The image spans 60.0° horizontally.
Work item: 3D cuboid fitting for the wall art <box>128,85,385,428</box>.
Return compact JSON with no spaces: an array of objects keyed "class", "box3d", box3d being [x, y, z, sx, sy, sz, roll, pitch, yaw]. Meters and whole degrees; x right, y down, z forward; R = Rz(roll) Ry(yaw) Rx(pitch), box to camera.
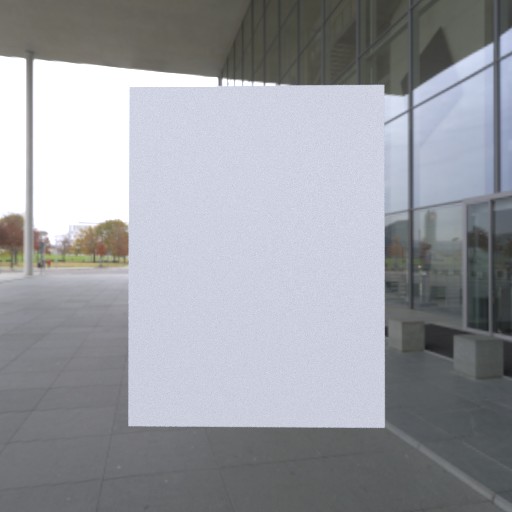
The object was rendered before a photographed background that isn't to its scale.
[{"class":"wall art","box3d":[0.000,0.000,0.793,0.457,0.610,0.003,0,0,1]}]
